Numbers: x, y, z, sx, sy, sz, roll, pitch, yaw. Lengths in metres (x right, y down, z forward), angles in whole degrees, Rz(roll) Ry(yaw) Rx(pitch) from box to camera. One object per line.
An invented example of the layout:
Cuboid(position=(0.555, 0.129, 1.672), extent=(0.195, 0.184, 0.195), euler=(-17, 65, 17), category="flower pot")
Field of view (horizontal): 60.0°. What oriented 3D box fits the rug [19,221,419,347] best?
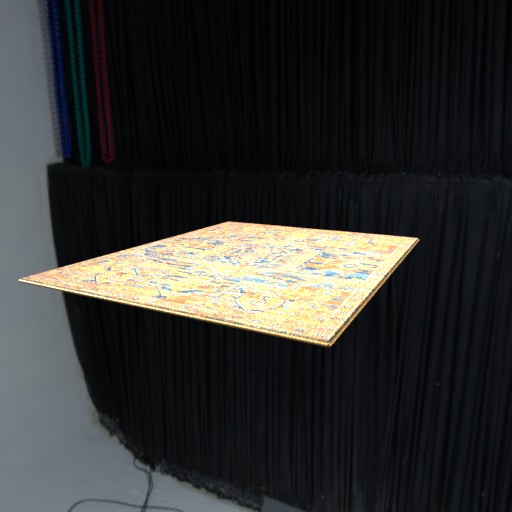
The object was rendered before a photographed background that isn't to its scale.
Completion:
Cuboid(position=(0.000, 0.000, 4.077), extent=(2.435, 0.031, 3.040), euler=(7, 15, 27), category="rug")
